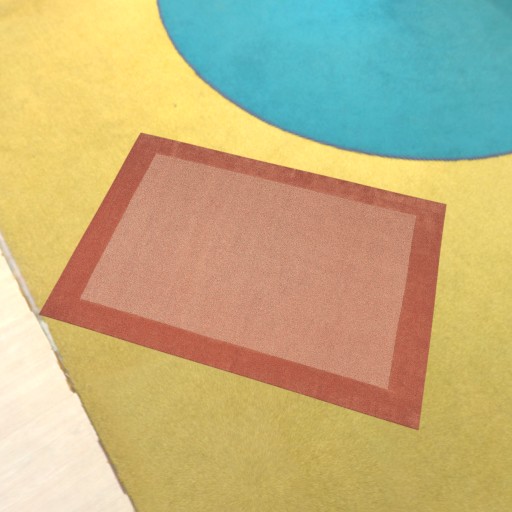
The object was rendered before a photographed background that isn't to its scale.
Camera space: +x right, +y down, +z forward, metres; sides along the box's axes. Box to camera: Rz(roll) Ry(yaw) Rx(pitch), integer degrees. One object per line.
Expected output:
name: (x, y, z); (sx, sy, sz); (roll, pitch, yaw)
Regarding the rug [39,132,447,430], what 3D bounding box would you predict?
rug: (0.000, 0.000, 2.297); (1.829, 0.014, 1.219); (15, 63, 8)
